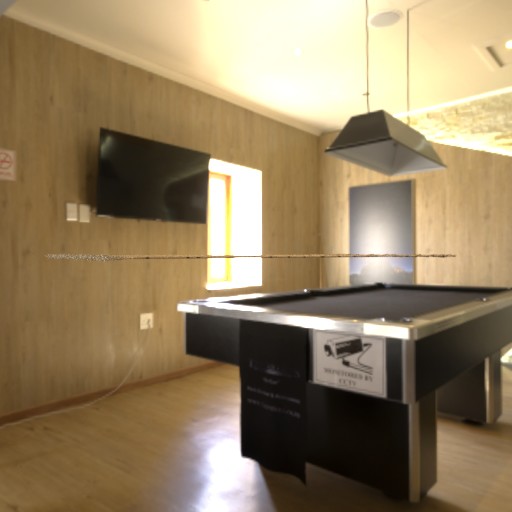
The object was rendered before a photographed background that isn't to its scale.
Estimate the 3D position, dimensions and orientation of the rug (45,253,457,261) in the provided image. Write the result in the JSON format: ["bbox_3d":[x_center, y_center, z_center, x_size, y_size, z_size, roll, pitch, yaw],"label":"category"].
[{"bbox_3d":[0.000,0.000,2.517,2.023,0.028,1.224,0,1,-34],"label":"rug"}]
